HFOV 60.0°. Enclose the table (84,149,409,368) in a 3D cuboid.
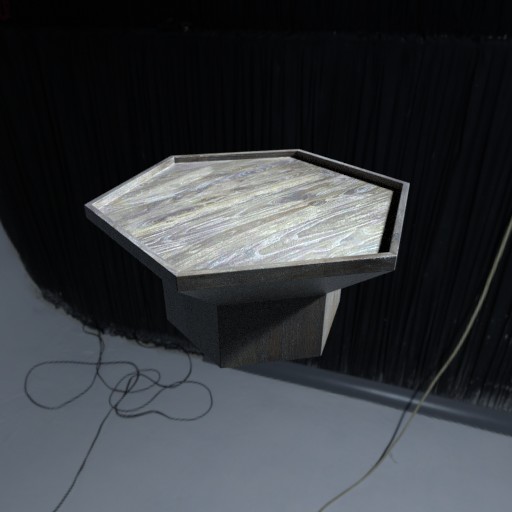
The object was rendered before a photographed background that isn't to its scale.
[{"bbox_3d":[0.000,0.000,1.620,0.966,0.488,1.115,10,31,17],"label":"table"}]
